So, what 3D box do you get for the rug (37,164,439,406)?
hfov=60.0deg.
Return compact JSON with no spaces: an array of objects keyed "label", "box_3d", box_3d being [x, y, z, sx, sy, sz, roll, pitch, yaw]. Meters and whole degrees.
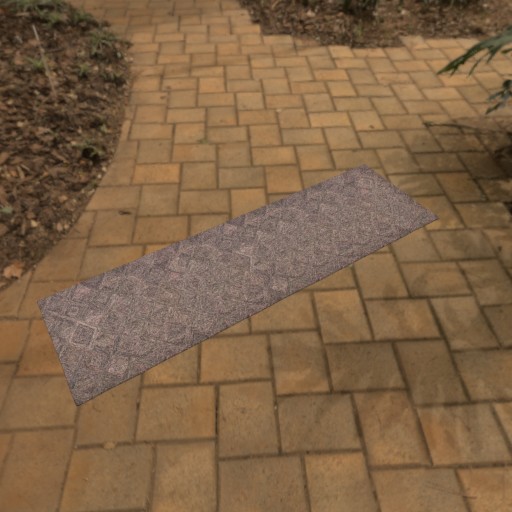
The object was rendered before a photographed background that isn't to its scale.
[{"label":"rug","box_3d":[0.000,0.000,2.552,2.296,0.011,0.691,-25,51,-22]}]
